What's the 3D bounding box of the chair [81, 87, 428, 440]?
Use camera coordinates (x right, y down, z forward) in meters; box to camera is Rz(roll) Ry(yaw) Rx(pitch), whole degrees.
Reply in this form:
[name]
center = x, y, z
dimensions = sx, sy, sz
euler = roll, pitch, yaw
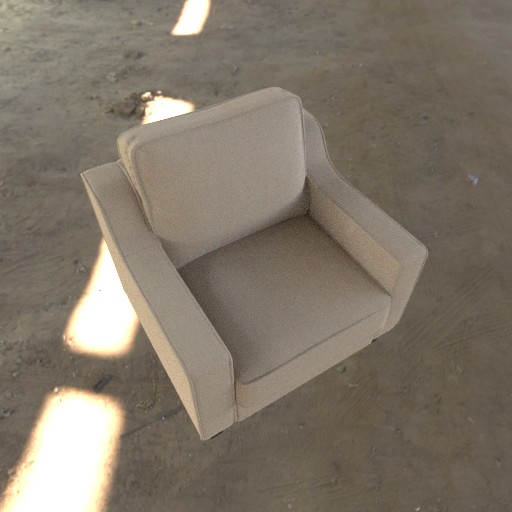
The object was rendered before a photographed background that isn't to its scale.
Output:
[chair]
center = 0.000, 0.000, 1.683
dimensions = 0.922, 0.948, 0.882
euler = -24, 52, -21
